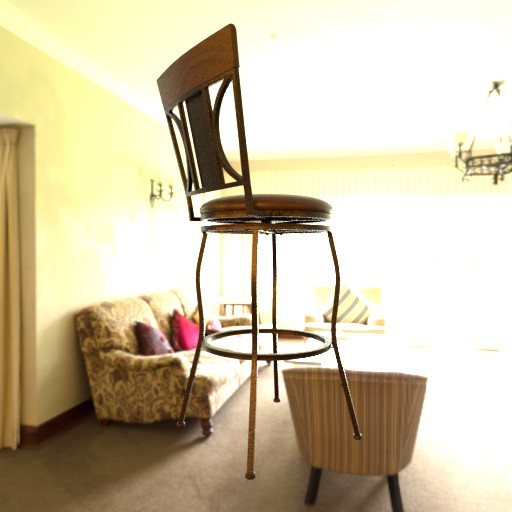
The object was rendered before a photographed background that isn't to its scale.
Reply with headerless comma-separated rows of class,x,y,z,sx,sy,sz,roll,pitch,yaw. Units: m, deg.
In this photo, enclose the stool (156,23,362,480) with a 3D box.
stool,0.000,0.000,1.390,0.513,1.130,0.448,-1,1,-35
